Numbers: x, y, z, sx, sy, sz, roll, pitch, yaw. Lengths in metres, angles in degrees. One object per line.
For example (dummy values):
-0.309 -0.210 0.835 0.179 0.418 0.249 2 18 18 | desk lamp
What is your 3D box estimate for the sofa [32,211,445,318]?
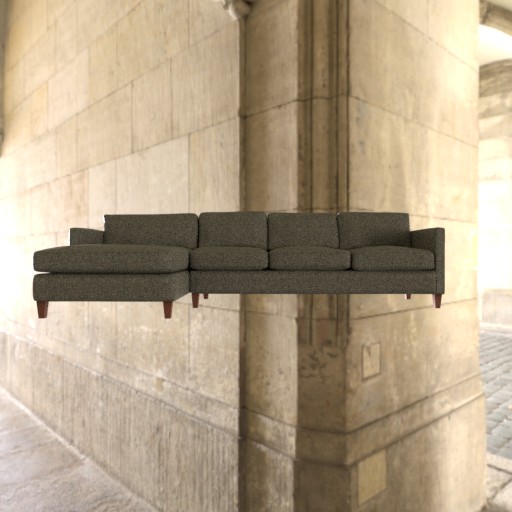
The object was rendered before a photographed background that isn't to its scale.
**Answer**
0.000 0.000 4.160 3.485 0.960 1.635 0 0 0 | sofa
